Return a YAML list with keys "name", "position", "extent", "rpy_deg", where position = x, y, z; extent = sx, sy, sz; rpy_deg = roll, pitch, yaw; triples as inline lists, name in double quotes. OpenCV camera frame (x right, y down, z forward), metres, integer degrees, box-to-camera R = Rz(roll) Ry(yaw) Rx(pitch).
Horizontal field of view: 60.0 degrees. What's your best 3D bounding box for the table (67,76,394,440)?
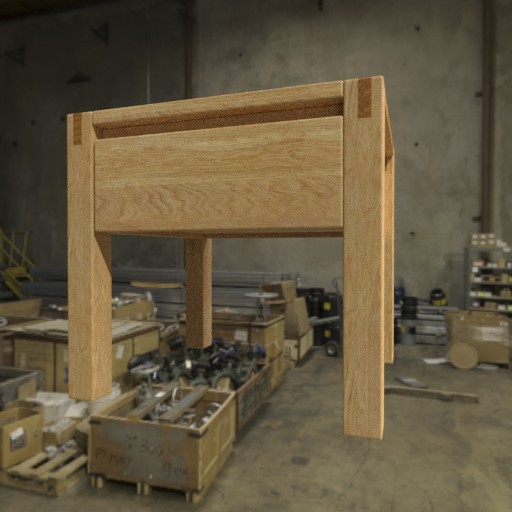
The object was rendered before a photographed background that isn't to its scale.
- name: "table"
  position: [0.000, 0.000, 0.830]
  extent: [0.480, 0.450, 0.440]
  rpy_deg: [0, 1, 19]
